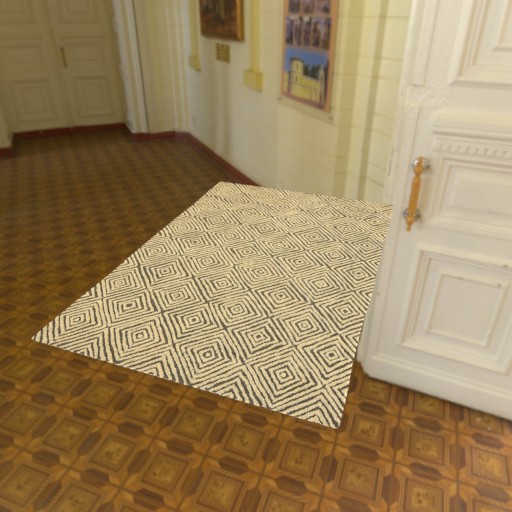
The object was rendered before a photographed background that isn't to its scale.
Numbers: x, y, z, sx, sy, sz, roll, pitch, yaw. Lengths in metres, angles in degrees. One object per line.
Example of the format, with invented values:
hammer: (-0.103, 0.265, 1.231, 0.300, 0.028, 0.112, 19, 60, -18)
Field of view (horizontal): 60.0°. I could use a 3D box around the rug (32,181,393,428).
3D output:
rug: (0.000, 0.000, 2.208, 1.177, 0.004, 1.750, 11, 32, 17)
